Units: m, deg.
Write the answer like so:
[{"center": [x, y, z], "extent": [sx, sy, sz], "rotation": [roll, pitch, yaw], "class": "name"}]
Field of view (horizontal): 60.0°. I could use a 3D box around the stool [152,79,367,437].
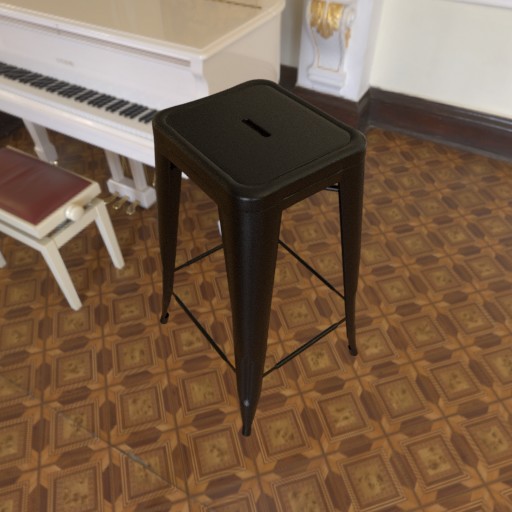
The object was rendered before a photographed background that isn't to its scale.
[{"center": [0.000, 0.000, 0.936], "extent": [0.455, 0.609, 0.423], "rotation": [33, 55, 27], "class": "stool"}]
